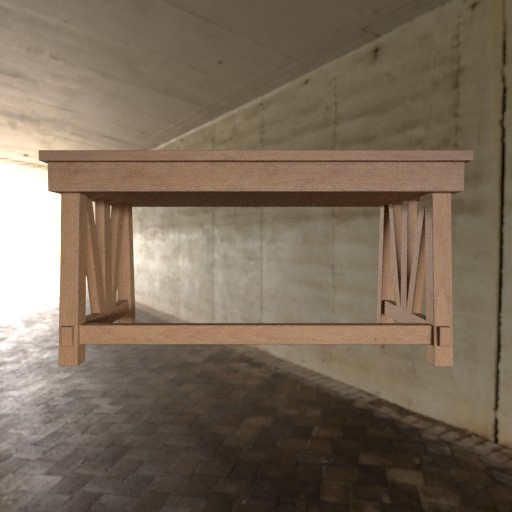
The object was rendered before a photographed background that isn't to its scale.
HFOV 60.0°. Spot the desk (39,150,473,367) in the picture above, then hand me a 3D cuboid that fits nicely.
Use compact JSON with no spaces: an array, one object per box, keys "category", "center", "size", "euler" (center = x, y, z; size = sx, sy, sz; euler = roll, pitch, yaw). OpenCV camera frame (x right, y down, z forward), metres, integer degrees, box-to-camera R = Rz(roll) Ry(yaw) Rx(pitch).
[{"category":"desk","center":[0.000,0.000,1.948],"size":[1.499,0.762,0.813],"euler":[0,2,0]}]
